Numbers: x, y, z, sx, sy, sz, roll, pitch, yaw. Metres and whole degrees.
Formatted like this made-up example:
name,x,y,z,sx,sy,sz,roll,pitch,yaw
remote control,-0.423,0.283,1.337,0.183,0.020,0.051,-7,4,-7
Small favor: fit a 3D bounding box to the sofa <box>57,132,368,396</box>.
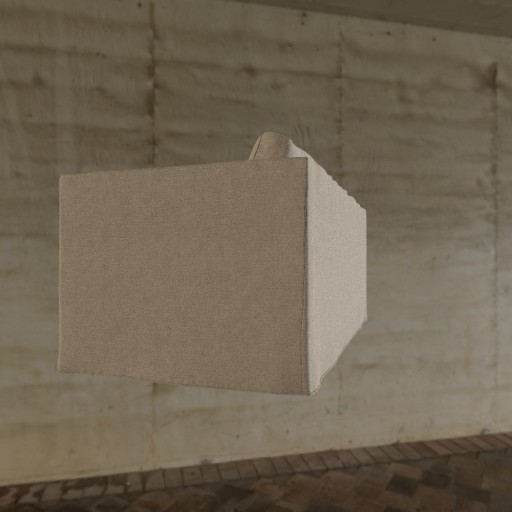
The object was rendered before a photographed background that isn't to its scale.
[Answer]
name,x,y,z,sx,sy,sz,roll,pitch,yaw
sofa,0.000,0.000,2.250,0.956,0.828,1.766,0,0,19
